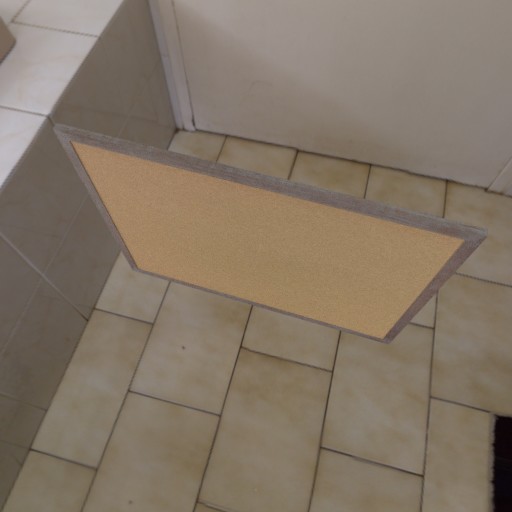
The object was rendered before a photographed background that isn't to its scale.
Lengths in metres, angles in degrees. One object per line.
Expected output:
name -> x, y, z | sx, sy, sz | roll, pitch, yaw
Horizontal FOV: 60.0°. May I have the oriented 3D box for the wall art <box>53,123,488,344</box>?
wall art -> 0.000, 0.000, 1.337 | 1.012, 0.774, 0.019 | 15, 63, 8
